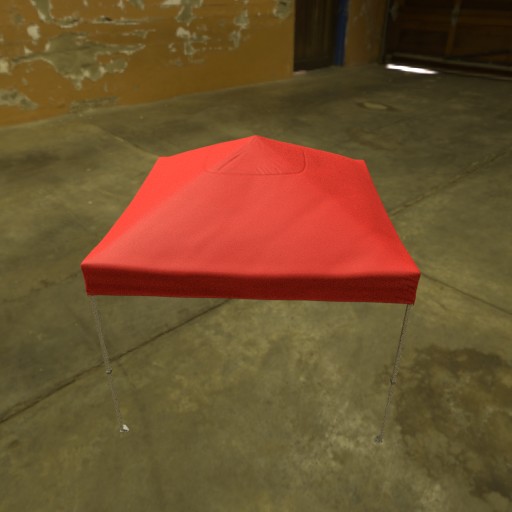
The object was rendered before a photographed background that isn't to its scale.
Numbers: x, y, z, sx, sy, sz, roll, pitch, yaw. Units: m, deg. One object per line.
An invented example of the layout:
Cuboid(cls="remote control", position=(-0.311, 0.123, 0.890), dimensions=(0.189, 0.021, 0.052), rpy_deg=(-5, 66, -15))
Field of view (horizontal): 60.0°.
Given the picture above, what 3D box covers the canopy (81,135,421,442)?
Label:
Cuboid(cls="canopy", position=(0.000, 0.000, 5.505), dimensions=(2.996, 2.997, 2.998), rpy_deg=(1, 31, 2))
